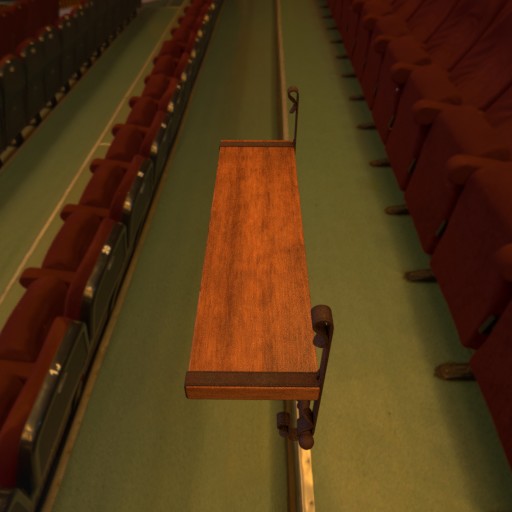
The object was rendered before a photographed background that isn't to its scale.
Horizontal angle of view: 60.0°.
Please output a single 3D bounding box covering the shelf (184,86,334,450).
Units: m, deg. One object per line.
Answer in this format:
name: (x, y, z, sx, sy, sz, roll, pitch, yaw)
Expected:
shelf: (0.000, 0.000, 0.697, 0.146, 0.330, 0.567, 0, 42, 0)
